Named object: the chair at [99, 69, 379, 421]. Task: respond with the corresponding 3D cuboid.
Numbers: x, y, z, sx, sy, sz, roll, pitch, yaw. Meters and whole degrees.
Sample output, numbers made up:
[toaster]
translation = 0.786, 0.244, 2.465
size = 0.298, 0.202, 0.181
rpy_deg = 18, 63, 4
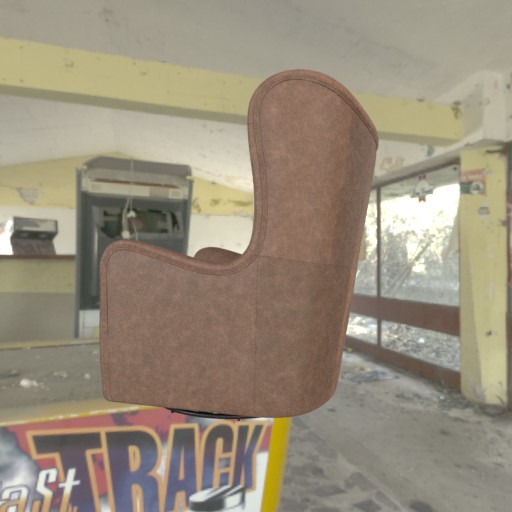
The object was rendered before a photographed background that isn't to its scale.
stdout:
[chair]
translation = 0.000, 0.000, 1.738
size = 0.930, 1.079, 0.831
rpy_deg = 0, -1, 18
